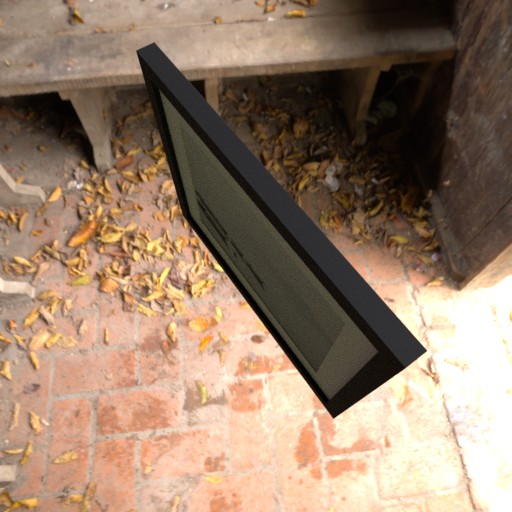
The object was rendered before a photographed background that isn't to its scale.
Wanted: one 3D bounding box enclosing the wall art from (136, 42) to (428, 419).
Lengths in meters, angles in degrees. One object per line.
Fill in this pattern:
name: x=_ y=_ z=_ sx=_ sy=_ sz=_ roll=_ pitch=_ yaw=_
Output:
wall art: x=0.000 y=0.000 z=0.745 sx=0.030 sy=0.454 sz=0.554 roll=-32 pitch=68 yaw=-15
